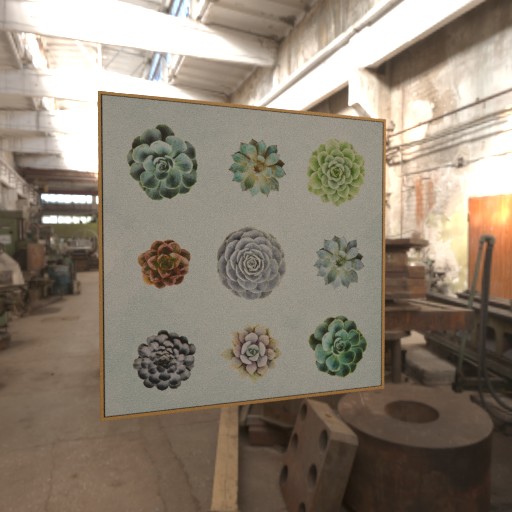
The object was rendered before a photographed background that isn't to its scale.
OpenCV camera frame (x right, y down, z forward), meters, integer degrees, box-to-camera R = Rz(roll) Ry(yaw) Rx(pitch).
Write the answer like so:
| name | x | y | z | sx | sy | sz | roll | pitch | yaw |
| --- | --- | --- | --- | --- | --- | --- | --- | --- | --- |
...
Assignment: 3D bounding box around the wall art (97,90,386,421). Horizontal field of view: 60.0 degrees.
| name | x | y | z | sx | sy | sz | roll | pitch | yaw |
| --- | --- | --- | --- | --- | --- | --- | --- | --- | --- |
| wall art | 0.000 | 0.000 | 0.983 | 0.657 | 0.655 | 0.014 | 0 | 2 | -18 |
